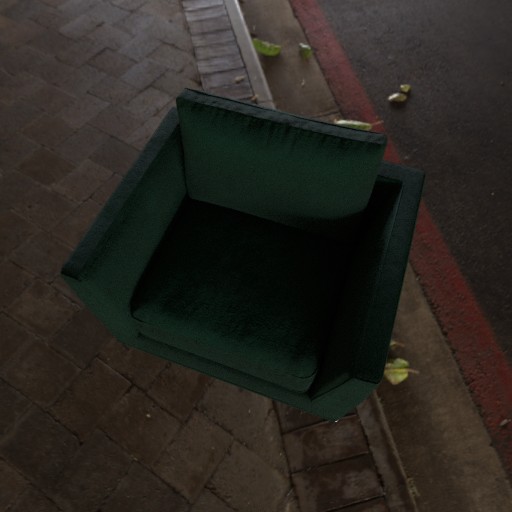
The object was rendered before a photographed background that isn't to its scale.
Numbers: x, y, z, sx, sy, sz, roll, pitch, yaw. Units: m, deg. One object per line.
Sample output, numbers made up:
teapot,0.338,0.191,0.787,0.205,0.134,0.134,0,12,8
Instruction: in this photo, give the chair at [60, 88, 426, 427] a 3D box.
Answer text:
chair,0.000,0.000,1.730,1.047,0.997,0.852,17,60,10
